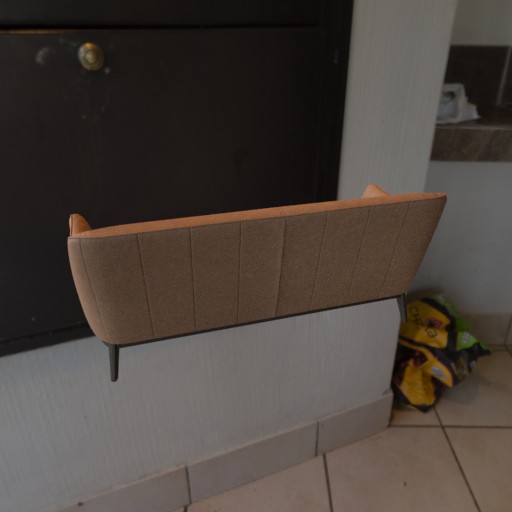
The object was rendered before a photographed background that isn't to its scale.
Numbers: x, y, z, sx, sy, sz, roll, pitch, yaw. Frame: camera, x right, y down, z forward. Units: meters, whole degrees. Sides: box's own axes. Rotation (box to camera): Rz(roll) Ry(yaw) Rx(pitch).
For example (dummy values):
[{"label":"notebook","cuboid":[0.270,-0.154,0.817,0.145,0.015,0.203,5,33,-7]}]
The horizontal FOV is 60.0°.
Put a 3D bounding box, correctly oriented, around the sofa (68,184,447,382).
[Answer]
[{"label":"sofa","cuboid":[0.000,0.000,2.470,1.928,0.830,0.869,-8,28,-15]}]
